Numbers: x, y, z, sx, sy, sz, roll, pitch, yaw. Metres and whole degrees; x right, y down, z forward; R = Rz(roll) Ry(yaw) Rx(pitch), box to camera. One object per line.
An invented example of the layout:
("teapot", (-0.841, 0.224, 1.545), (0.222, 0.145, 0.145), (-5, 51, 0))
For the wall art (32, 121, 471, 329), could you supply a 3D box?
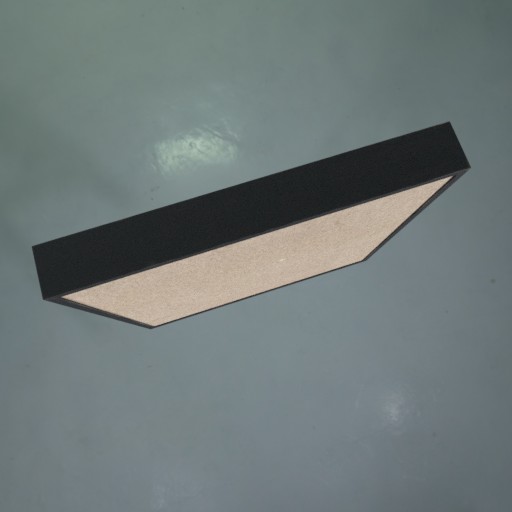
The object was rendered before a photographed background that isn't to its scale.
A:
("wall art", (0.000, 0.000, 0.453), (0.305, 0.305, 0.038), (-17, 78, -4))
